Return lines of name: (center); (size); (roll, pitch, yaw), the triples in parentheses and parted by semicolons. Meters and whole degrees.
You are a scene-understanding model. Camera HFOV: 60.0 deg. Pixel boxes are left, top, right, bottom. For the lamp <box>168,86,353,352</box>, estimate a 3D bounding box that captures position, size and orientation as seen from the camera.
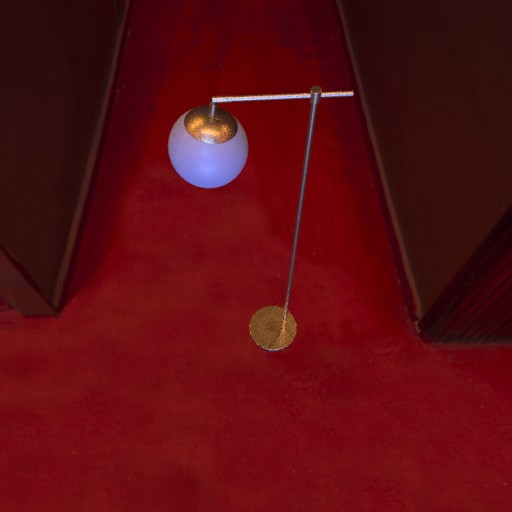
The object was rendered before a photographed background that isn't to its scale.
lamp: (0.000, 0.000, 1.706); (0.476, 1.505, 0.249); (-3, 59, -2)
